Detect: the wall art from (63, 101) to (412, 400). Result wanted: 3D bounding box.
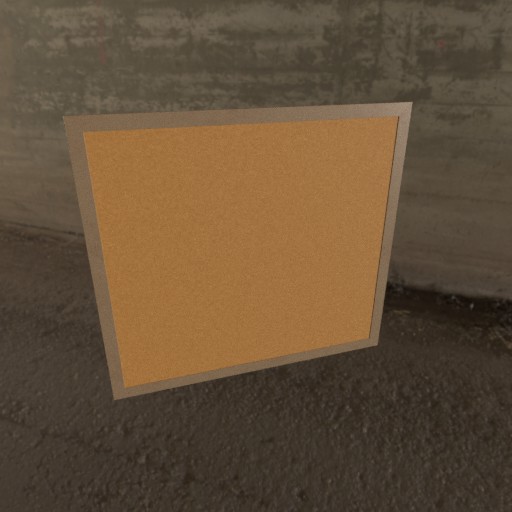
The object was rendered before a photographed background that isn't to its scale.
[{"bbox_3d":[0.000,0.000,1.669,1.168,1.067,0.025,-8,26,-16],"label":"wall art"}]
